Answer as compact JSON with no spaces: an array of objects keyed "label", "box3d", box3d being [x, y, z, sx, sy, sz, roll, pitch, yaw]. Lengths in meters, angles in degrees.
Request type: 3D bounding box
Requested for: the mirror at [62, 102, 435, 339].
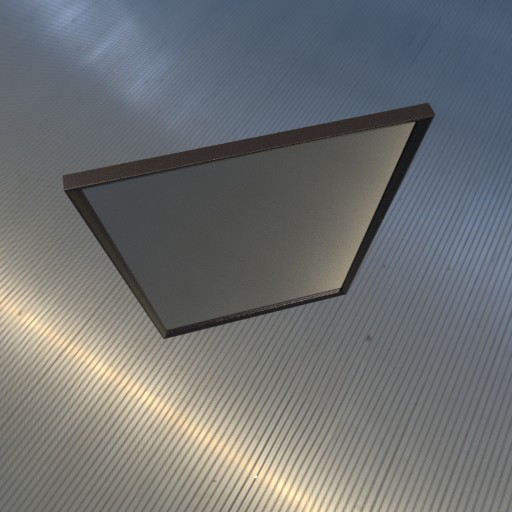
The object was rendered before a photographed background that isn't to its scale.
[{"label":"mirror","box3d":[0.000,0.000,1.344,0.762,1.016,0.041,-13,64,-6]}]
